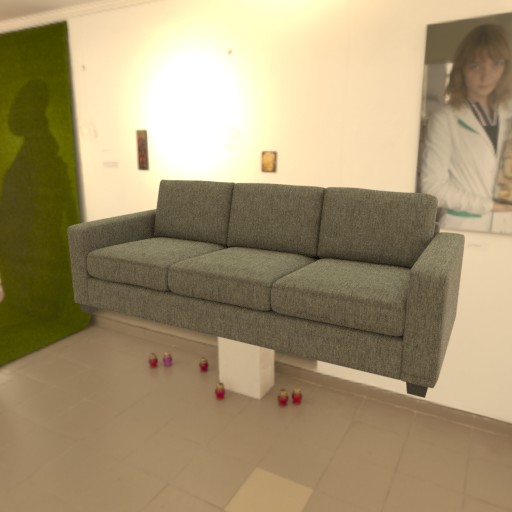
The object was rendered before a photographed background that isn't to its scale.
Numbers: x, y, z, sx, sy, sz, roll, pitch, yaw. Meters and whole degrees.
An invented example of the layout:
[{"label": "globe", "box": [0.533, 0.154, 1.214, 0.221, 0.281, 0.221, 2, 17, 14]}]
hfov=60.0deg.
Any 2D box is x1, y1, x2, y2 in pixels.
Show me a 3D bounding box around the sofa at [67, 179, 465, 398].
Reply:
[{"label": "sofa", "box": [0.000, 0.000, 2.607, 2.160, 0.800, 0.900, 8, 16, 28]}]
